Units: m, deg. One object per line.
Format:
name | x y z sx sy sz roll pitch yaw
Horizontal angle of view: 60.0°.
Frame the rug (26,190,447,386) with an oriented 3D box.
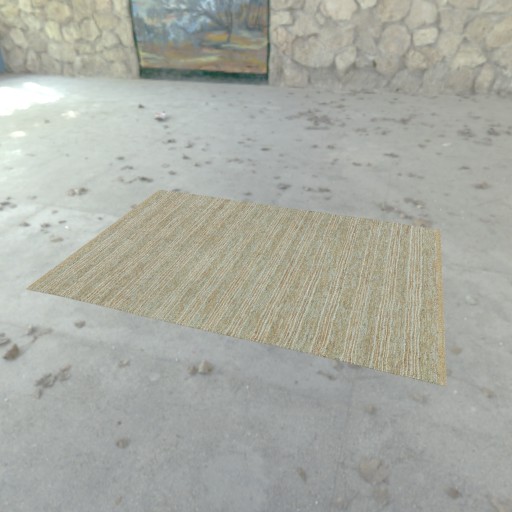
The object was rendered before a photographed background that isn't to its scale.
rug | 0.000 0.000 2.300 1.824 0.010 1.240 10 33 16
